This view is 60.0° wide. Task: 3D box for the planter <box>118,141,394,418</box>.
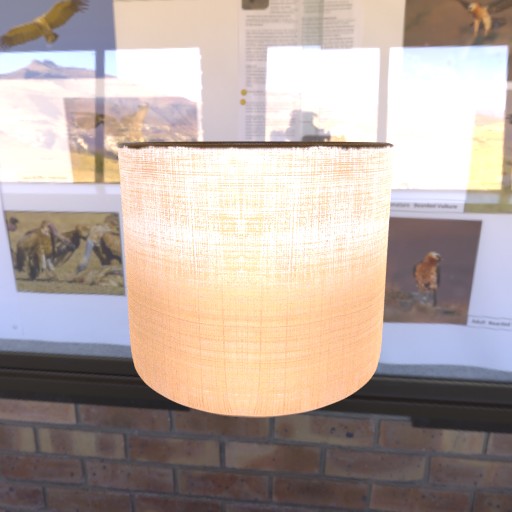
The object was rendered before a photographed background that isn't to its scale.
[{"bbox_3d":[0.000,0.000,0.444,0.254,0.221,0.254,0,15,0],"label":"planter"}]
